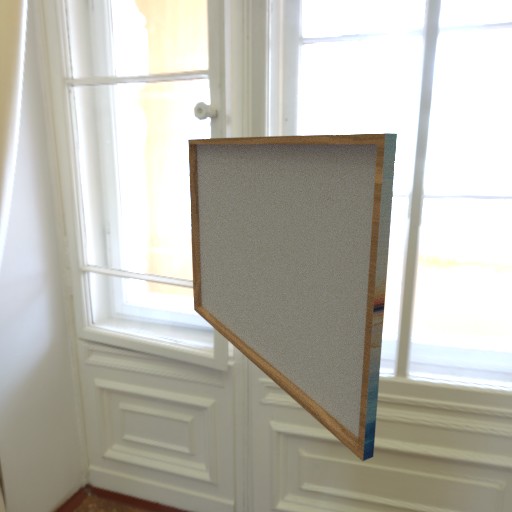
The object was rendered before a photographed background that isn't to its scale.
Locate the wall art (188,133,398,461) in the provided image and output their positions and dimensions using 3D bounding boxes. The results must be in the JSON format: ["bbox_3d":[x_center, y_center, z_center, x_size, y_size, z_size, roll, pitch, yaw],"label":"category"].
[{"bbox_3d":[0.000,0.000,1.458,0.034,0.756,1.137,-7,16,-27],"label":"wall art"}]
